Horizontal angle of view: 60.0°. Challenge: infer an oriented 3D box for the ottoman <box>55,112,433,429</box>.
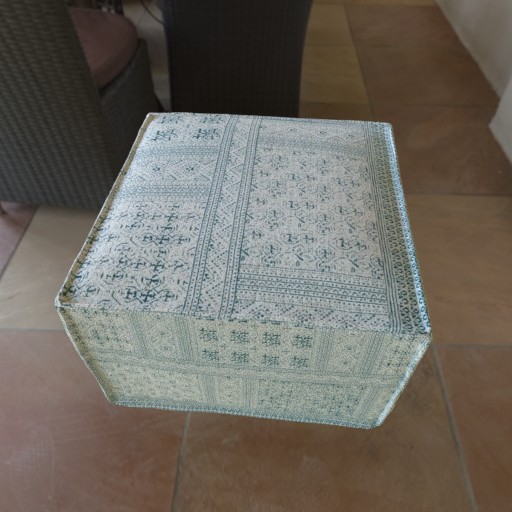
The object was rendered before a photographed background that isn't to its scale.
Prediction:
[{"bbox_3d":[0.000,0.000,1.041,0.617,0.439,0.626,4,48,4],"label":"ottoman"}]
